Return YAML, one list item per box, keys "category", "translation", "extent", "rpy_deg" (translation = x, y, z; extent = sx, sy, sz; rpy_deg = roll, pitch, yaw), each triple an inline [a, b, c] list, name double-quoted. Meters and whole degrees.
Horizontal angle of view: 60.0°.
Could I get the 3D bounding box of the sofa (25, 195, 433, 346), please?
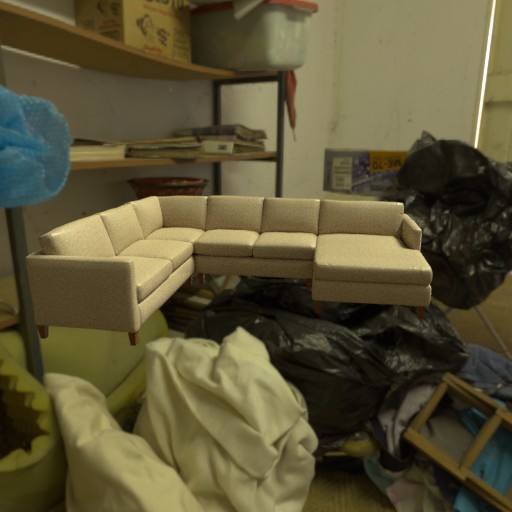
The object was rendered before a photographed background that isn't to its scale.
- category: "sofa"
  translation: [0.000, 0.000, 4.631]
  extent: [3.460, 0.961, 2.594]
  rpy_deg: [2, 16, 9]
